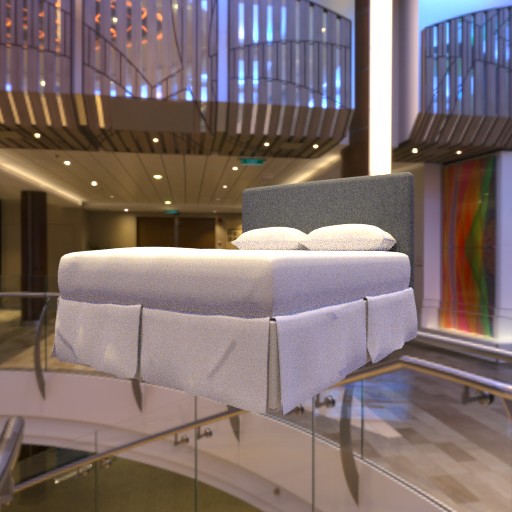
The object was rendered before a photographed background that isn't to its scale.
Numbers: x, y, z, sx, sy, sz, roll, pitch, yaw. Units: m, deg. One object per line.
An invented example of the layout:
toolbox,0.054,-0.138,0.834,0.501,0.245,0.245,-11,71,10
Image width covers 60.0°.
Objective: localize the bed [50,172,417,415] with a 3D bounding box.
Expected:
bed,0.000,0.000,3.114,1.723,1.330,2.142,0,0,35
